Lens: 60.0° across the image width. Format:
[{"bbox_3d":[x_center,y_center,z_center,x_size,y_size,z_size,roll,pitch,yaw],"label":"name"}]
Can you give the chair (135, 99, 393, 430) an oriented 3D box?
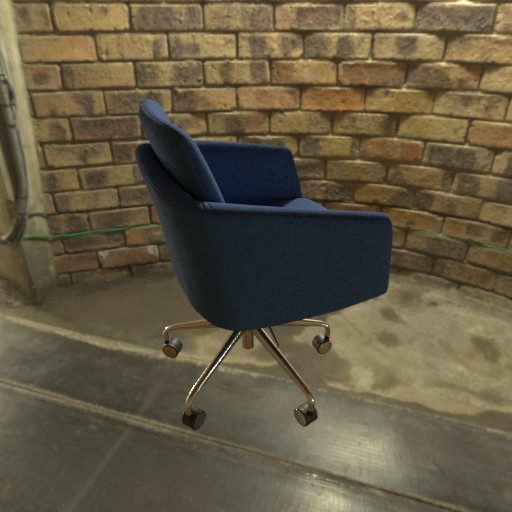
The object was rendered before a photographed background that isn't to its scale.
[{"bbox_3d":[0.000,0.000,1.371,0.635,0.908,0.641,-10,30,-18],"label":"chair"}]
